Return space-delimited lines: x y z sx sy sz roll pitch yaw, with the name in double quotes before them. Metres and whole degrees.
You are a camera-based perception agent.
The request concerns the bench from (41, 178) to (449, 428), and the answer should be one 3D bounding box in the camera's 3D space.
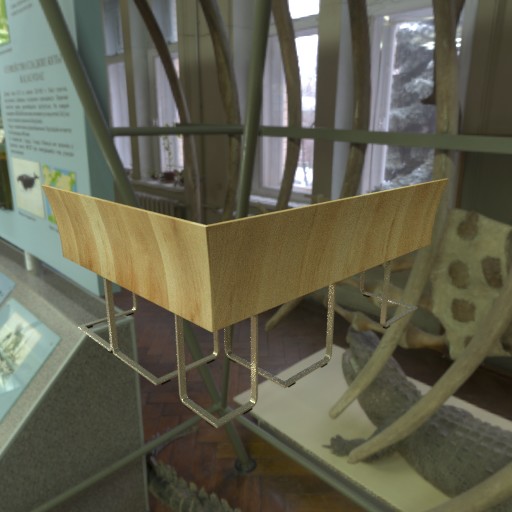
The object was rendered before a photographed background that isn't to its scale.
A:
"bench" 0.000 0.000 2.787 1.945 0.930 1.495 -16 23 -42
